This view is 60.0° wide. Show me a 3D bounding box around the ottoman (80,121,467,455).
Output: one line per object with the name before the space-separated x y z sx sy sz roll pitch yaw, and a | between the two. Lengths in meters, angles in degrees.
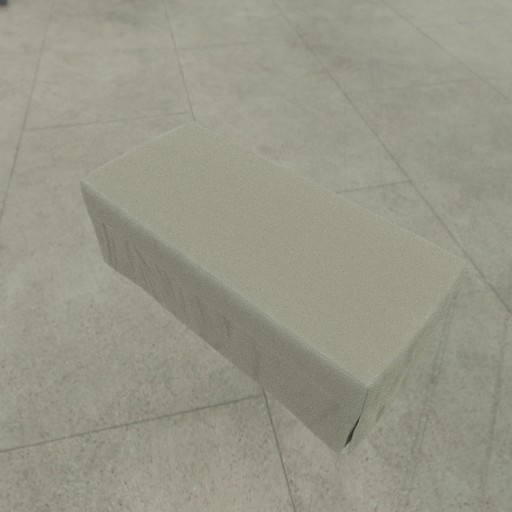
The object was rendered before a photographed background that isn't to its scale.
ottoman | 0.000 0.000 1.749 1.388 0.457 0.665 33 55 27
